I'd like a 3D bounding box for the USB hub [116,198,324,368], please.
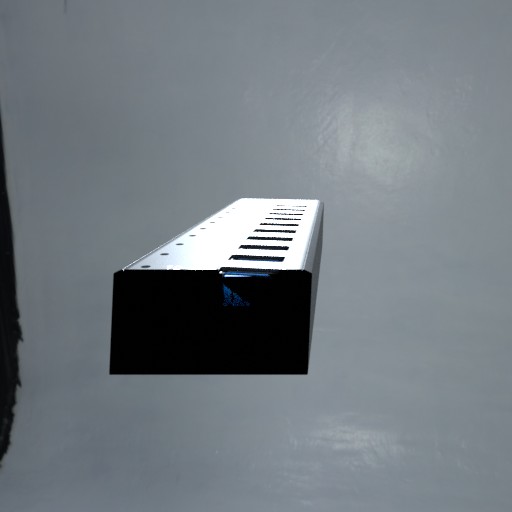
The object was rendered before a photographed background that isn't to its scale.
[{"bbox_3d":[0.000,0.000,0.158,0.044,0.023,0.145,2,15,9],"label":"USB hub"}]
